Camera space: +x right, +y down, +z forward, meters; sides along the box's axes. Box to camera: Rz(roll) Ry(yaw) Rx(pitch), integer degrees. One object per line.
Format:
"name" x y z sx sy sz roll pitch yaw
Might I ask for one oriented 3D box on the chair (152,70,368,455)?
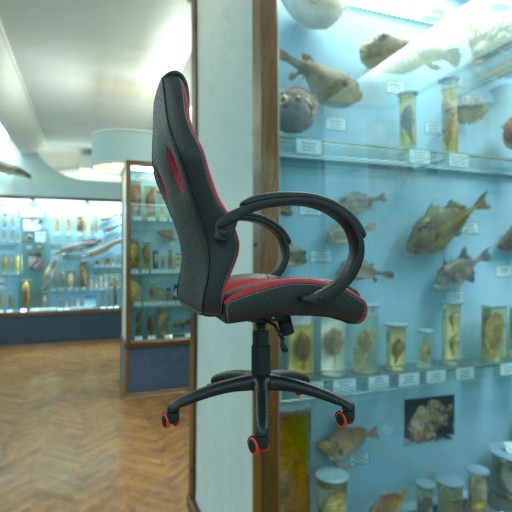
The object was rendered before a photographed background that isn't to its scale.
"chair" 0.000 0.000 1.629 0.724 1.187 0.673 0 0 -19
